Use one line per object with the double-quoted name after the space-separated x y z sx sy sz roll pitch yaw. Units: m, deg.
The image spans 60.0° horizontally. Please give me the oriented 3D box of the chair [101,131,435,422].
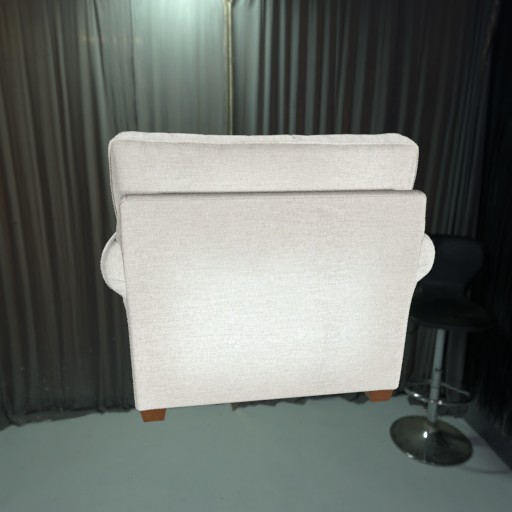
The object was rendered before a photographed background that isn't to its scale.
0.000 0.000 1.810 1.092 0.961 0.965 -2 14 -8 "chair"
